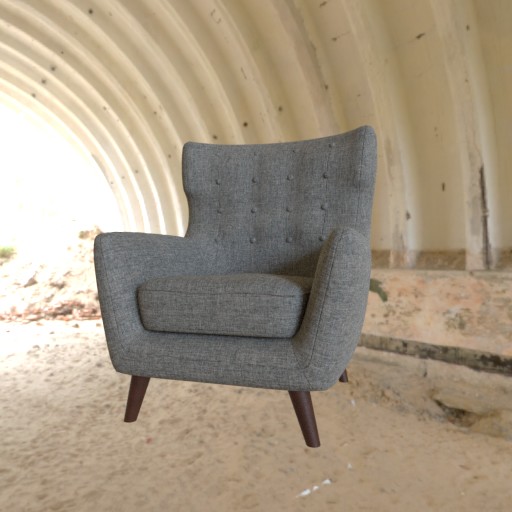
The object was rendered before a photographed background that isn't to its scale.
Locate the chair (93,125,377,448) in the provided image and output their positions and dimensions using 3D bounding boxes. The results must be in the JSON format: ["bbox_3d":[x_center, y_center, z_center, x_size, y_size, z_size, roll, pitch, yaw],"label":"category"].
[{"bbox_3d":[0.000,0.000,1.709,0.878,1.063,0.904,0,0,18],"label":"chair"}]
